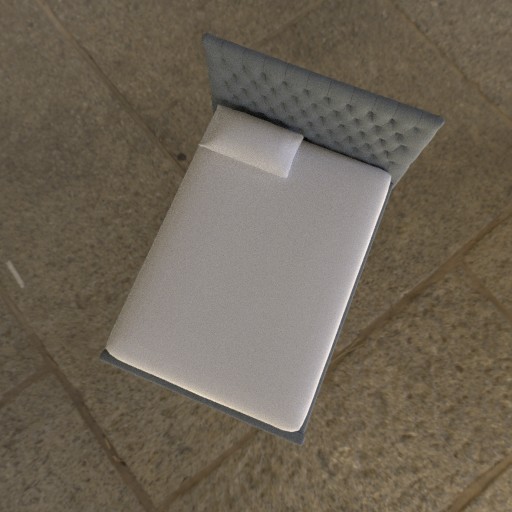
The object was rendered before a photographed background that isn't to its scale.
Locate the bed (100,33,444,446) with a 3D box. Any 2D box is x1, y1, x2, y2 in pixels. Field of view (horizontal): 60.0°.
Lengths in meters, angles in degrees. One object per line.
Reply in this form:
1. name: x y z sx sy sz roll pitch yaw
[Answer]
1. bed: 0.000 0.000 3.338 1.698 1.411 2.335 22 78 5
